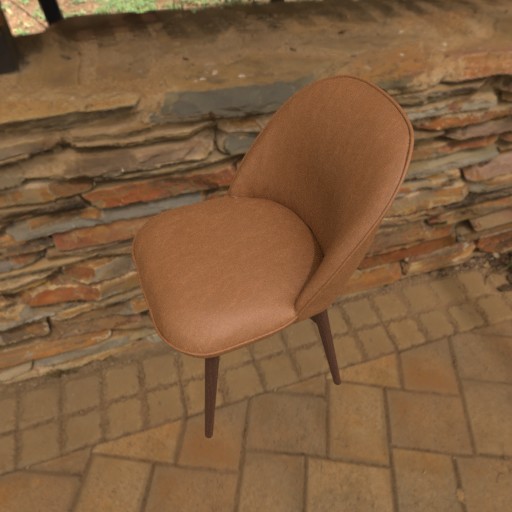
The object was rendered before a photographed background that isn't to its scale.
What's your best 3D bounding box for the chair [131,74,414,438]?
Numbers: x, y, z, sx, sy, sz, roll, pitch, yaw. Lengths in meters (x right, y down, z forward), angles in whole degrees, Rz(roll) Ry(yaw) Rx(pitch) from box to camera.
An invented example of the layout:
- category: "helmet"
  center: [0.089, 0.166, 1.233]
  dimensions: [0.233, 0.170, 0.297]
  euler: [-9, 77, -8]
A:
- category: "chair"
  center: [0.000, 0.000, 1.215]
  dimensions: [0.631, 0.831, 0.521]
  euler: [-17, 50, -15]
